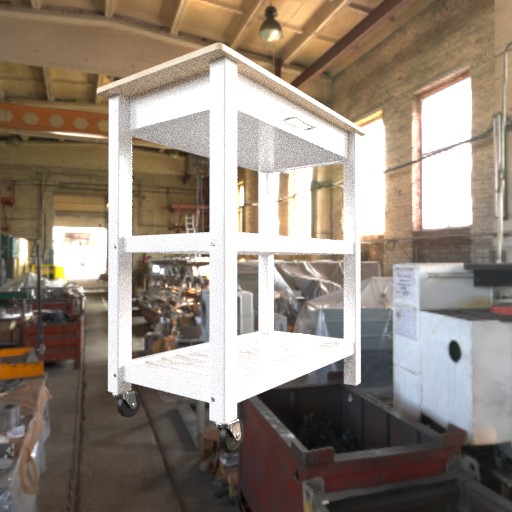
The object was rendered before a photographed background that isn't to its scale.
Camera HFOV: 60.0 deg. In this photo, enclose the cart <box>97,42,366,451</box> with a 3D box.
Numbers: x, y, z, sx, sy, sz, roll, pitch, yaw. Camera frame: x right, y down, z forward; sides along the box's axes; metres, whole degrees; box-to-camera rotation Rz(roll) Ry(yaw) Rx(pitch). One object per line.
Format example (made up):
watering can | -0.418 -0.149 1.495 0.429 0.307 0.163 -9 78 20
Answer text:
cart | 0.000 0.000 1.459 0.457 0.927 0.899 0 -1 36
